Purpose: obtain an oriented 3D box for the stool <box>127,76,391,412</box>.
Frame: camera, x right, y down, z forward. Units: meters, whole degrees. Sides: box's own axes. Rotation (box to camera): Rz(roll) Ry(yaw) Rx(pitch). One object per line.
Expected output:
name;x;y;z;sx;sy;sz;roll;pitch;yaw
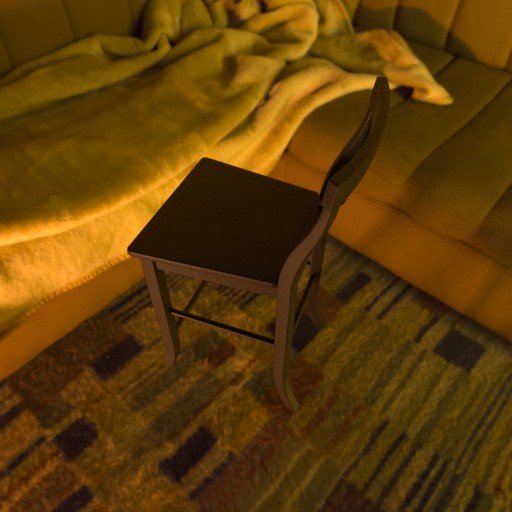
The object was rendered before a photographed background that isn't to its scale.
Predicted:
stool;0.000;0.000;1.320;0.559;0.989;0.452;16;49;15
